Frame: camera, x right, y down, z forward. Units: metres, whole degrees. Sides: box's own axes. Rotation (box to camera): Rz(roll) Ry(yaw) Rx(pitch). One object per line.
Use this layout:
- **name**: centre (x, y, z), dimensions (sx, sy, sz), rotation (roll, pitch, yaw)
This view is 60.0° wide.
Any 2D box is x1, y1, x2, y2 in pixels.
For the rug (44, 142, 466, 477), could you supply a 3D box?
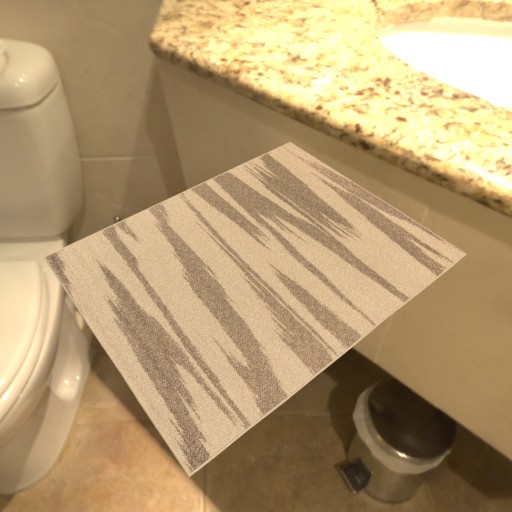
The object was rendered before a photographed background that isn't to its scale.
- **rug**: centre (0.000, 0.000, 3.931), dimensions (2.945, 0.014, 2.353), rotation (-31, 54, -26)
